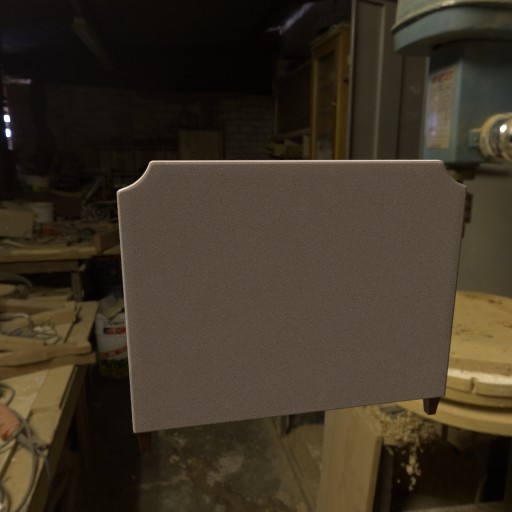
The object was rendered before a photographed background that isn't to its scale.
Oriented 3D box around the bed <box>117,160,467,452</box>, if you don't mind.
[{"bbox_3d":[0.000,0.000,3.287,1.703,1.415,2.329,-3,13,-11],"label":"bed"}]
